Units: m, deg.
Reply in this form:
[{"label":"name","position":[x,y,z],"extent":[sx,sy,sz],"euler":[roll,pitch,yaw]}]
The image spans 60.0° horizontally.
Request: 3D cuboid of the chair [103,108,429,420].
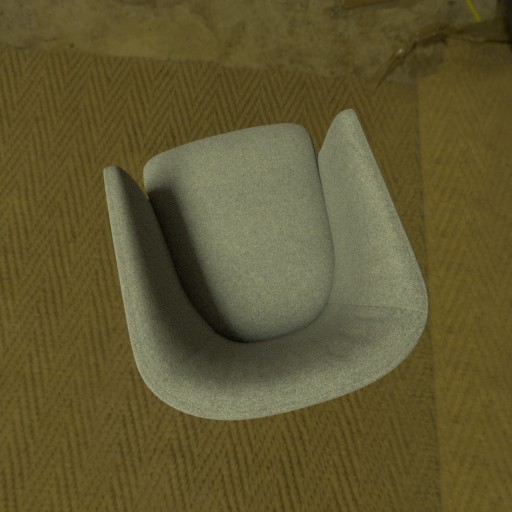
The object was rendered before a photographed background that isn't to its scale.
[{"label":"chair","position":[0.000,0.000,1.568],"extent":[0.822,0.861,0.986],"euler":[-15,76,-4]}]
